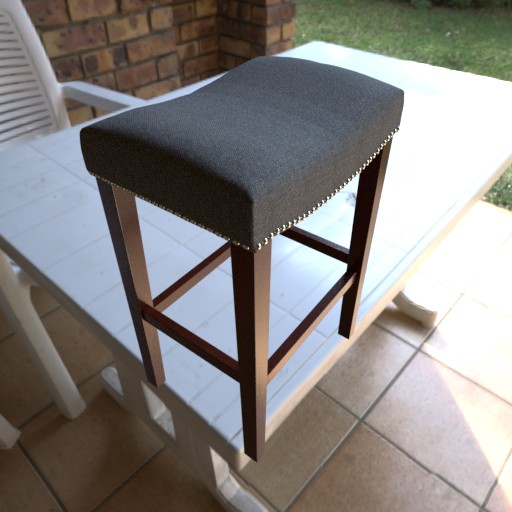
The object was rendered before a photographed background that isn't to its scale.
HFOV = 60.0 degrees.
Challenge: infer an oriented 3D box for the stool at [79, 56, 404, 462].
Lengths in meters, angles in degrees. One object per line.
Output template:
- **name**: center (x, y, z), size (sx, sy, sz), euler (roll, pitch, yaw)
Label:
- **stool**: center (0.000, 0.000, 1.009), size (0.372, 0.742, 0.504), euler (26, 47, 27)
